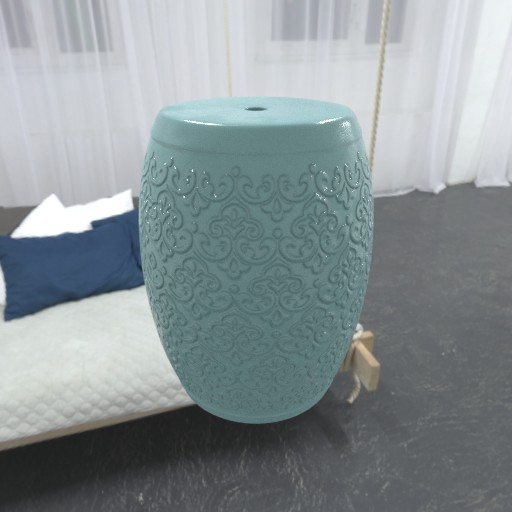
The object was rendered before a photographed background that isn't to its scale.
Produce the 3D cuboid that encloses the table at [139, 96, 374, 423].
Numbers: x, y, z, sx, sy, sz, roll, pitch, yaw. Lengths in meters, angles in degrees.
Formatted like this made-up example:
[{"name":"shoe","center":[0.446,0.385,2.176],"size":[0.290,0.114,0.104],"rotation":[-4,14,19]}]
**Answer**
[{"name":"table","center":[0.000,0.000,0.617],"size":[0.309,0.397,0.309],"rotation":[0,26,0]}]
